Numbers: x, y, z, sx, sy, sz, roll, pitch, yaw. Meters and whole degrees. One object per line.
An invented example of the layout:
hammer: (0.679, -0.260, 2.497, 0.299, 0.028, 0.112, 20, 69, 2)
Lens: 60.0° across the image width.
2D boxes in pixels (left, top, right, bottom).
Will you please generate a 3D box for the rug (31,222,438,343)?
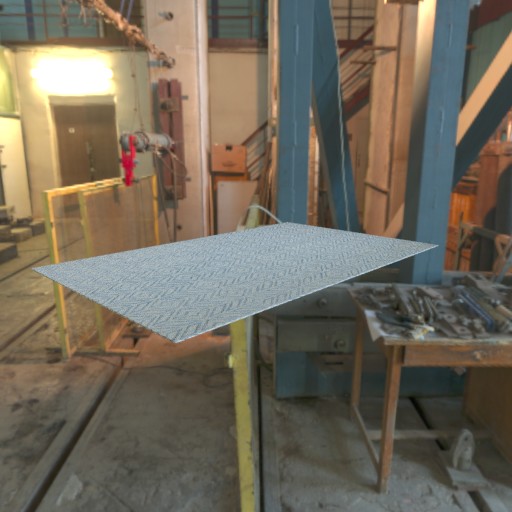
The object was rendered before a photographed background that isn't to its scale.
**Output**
rug: (0.000, 0.000, 3.078, 1.526, 0.008, 2.441, 13, 19, 43)
